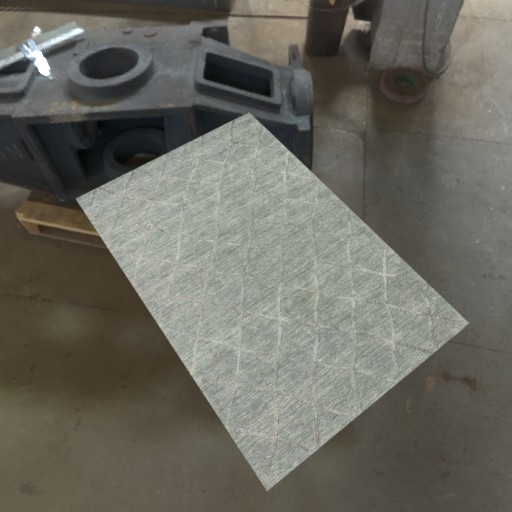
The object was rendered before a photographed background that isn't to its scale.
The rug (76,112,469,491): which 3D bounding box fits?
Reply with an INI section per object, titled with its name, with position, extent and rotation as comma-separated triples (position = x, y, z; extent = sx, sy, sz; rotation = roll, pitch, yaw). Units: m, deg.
[rug]
position = 0.000, 0.000, 2.918
extent = 1.521, 0.006, 2.283
rotation = -32, 64, -18
